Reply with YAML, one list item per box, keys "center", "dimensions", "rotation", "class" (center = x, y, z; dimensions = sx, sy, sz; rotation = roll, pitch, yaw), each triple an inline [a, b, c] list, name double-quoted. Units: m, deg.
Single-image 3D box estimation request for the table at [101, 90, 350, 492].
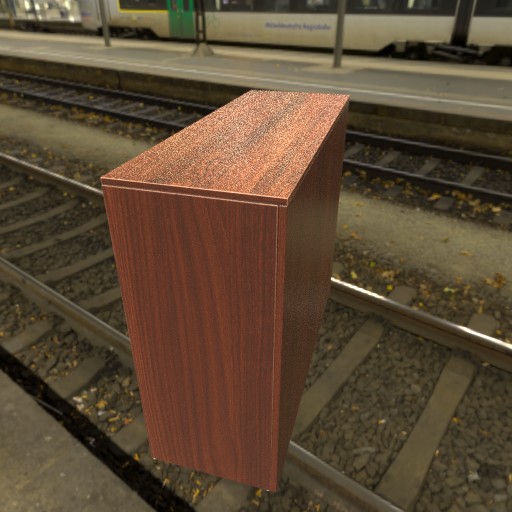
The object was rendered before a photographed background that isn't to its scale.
- center: [0.000, 0.000, 1.340]
  dimensions: [0.380, 0.790, 0.930]
  rotation: [8, 31, 14]
  class: "table"
